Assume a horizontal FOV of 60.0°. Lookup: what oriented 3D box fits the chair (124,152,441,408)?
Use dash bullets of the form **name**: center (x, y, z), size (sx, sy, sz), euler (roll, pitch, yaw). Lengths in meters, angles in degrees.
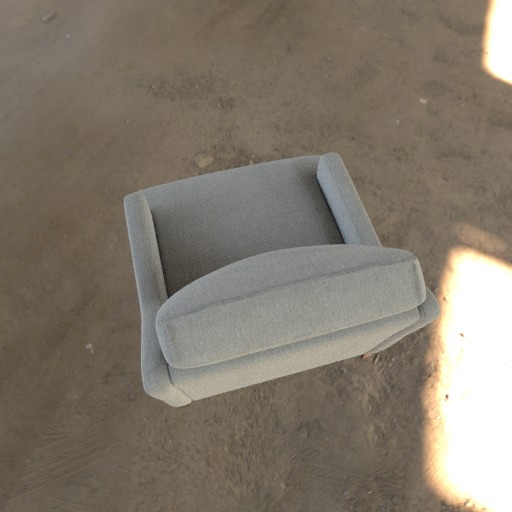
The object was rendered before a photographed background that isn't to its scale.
- **chair**: center (0.000, 0.000, 1.547), size (0.826, 0.821, 0.892), euler (-13, 60, -8)
